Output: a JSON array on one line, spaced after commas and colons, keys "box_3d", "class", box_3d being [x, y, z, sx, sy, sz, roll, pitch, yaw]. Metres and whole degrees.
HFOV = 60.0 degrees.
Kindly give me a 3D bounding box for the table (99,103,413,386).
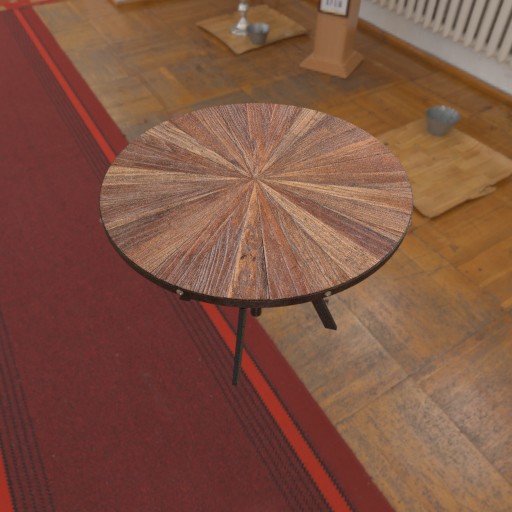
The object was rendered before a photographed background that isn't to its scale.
[{"box_3d": [0.000, 0.000, 1.521, 0.885, 0.658, 0.885, 0, 47, 0], "class": "table"}]
